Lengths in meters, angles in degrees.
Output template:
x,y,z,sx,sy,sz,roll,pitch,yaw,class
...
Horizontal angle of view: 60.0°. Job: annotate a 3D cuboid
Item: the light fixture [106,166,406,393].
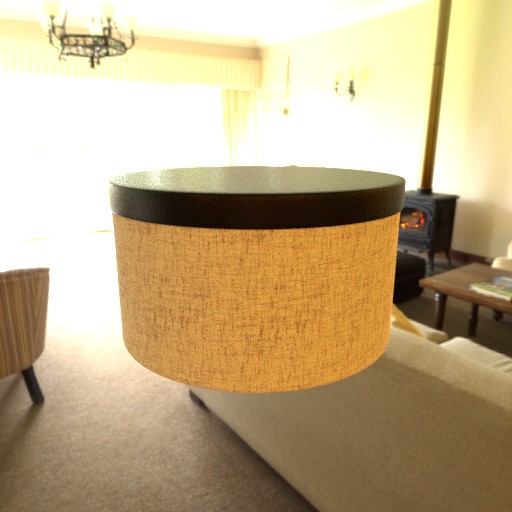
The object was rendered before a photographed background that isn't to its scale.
x,y,z,sx,sy,sz,roll,pitch,yaw,class
0.000,0.000,0.635,0.389,0.229,0.389,0,15,0,light fixture
